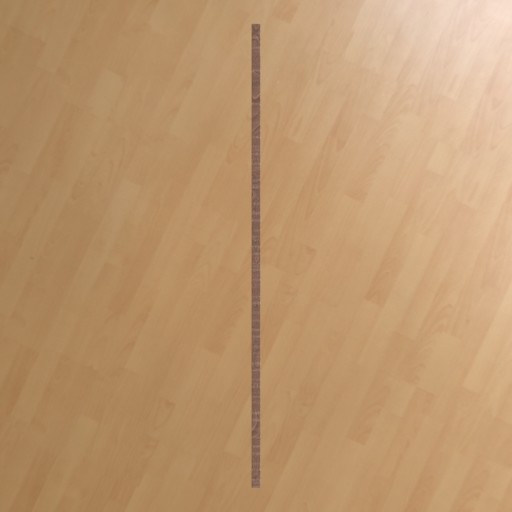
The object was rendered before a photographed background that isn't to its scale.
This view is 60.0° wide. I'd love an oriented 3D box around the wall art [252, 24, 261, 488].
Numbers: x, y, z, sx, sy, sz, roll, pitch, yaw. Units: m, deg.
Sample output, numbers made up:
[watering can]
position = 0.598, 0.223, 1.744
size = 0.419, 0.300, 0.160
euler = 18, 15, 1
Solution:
[wall art]
position = 0.000, 0.000, 1.387
size = 0.020, 0.761, 1.056
euler = 0, 90, 0
